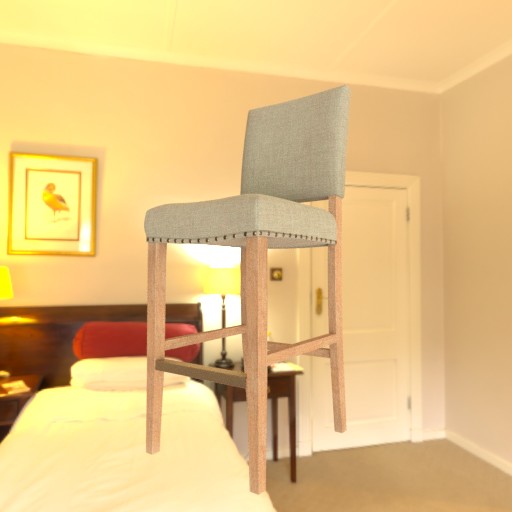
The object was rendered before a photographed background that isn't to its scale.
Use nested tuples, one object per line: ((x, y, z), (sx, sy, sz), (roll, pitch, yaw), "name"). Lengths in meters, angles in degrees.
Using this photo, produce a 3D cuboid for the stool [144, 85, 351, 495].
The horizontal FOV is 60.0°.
((0.000, 0.000, 1.465), (0.445, 1.203, 0.585), (-1, -2, 36), "stool")
